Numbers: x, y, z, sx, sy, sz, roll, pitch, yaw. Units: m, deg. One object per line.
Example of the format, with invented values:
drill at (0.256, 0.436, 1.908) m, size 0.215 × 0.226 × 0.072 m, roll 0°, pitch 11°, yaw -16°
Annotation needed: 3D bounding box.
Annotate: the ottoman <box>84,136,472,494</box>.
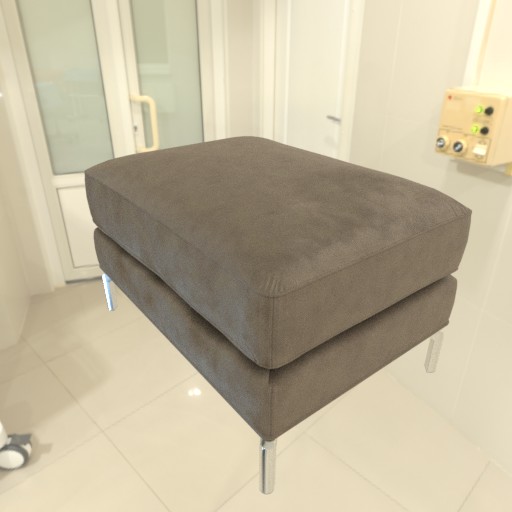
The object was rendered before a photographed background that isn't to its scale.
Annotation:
ottoman at (0.000, 0.000, 1.020) m, size 0.520 × 0.456 × 0.719 m, roll -20°, pitch 33°, yaw -33°
